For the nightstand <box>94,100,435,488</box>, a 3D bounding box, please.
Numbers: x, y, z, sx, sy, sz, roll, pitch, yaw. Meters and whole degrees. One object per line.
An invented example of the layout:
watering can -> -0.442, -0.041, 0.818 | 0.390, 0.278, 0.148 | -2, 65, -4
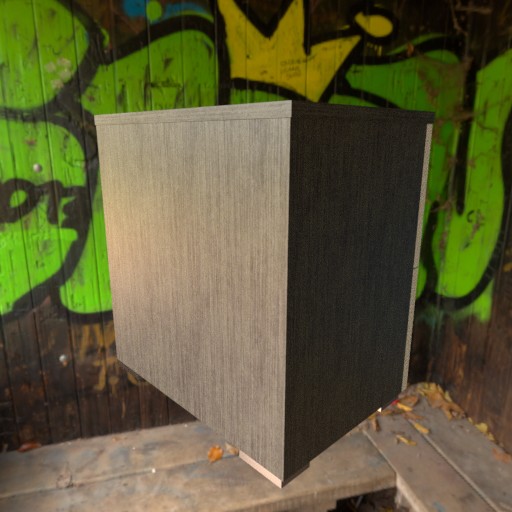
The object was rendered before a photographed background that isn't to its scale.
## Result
nightstand -> 0.000, 0.000, 0.753 | 0.325, 0.460, 0.441 | -14, 20, -42
